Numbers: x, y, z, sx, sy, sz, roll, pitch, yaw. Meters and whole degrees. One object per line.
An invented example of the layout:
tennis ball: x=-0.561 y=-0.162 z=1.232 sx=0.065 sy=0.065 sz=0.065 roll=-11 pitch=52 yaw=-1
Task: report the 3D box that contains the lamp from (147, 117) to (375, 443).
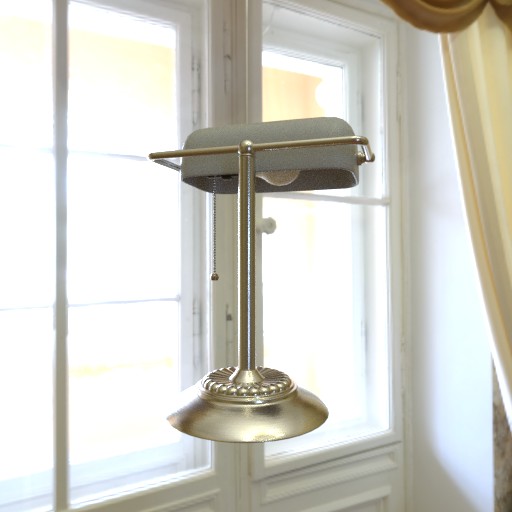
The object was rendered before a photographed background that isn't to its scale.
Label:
lamp: x=0.000 y=0.000 z=0.521 sx=0.264 sy=0.339 sz=0.243 roll=0 pitch=0 yaw=18
